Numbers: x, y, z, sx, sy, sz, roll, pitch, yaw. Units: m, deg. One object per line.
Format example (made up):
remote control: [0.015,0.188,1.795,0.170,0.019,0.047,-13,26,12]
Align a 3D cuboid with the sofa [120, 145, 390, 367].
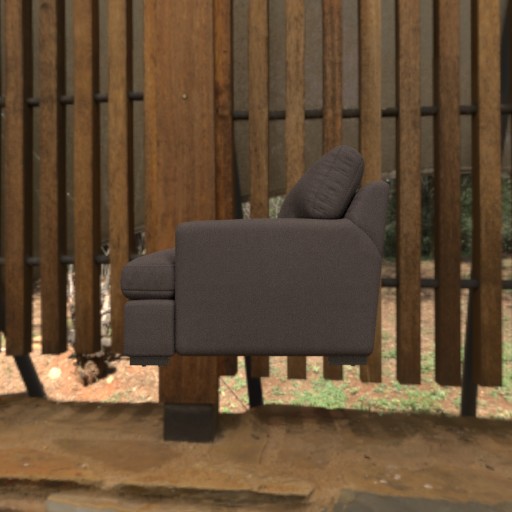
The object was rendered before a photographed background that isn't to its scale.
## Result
sofa: [0.000,0.000,2.933,1.140,0.950,2.271,0,-1,0]
